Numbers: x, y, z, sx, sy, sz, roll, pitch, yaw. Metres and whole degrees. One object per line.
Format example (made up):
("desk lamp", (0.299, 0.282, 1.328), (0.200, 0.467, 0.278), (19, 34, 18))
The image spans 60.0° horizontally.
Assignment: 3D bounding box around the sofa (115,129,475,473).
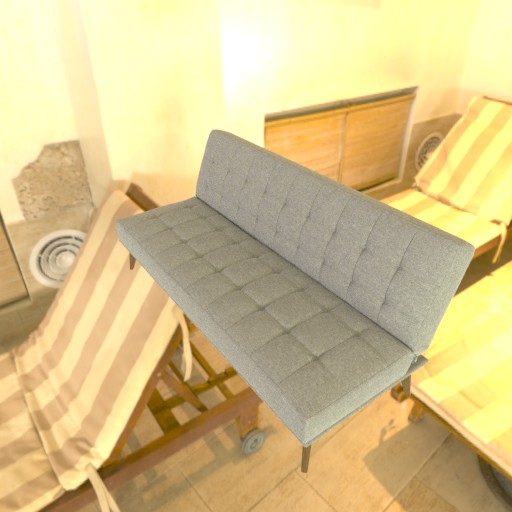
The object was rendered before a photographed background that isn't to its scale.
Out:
("sofa", (0.000, 0.000, 2.300), (0.860, 0.810, 1.800), (-21, 38, -29))
